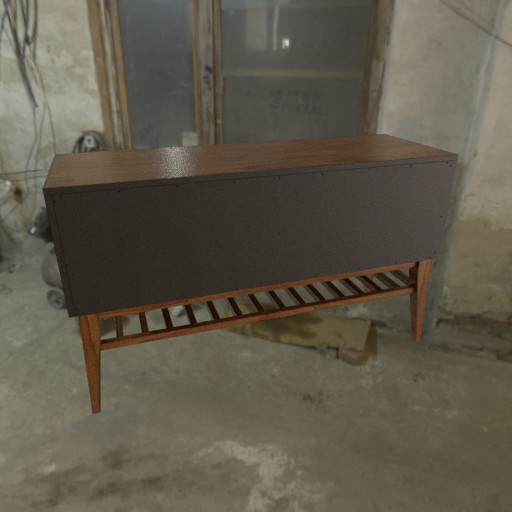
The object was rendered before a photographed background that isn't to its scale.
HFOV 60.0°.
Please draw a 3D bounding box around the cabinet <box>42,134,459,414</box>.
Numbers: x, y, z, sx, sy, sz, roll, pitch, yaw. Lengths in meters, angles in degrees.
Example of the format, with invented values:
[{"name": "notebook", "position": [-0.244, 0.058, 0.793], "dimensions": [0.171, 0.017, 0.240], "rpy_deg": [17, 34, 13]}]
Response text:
[{"name": "cabinet", "position": [0.000, 0.000, 1.753], "dimensions": [1.363, 0.802, 0.477], "rpy_deg": [-8, 26, -17]}]
